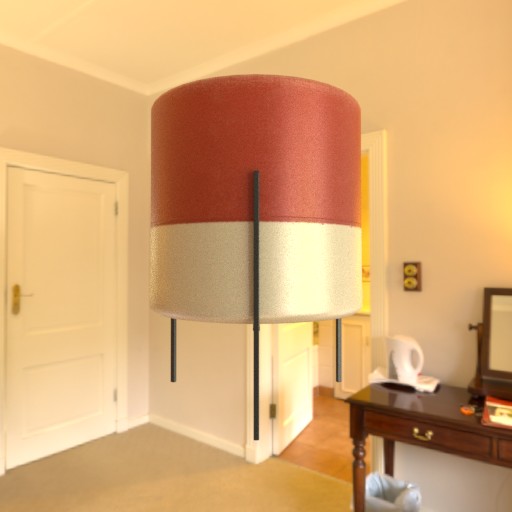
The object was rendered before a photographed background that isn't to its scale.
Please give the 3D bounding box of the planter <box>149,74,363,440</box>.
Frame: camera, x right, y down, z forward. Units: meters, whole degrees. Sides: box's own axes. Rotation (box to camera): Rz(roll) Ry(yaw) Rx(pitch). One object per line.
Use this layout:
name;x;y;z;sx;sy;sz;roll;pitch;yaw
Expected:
planter;0.000;0.000;0.732;0.345;0.465;0.354;0;-1;0
